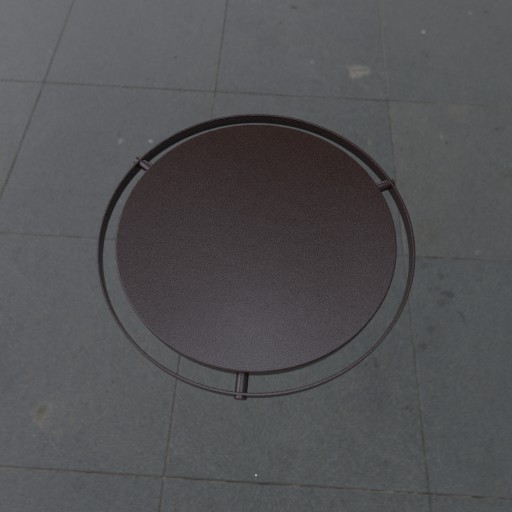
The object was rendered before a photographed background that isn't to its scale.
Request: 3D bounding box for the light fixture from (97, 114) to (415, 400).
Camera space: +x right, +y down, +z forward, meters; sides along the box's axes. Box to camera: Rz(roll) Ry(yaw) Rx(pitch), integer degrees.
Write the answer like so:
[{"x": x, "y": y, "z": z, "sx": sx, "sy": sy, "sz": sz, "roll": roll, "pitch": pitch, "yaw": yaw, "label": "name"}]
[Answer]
[{"x": 0.000, "y": 0.000, "z": 0.561, "sx": 0.361, "sy": 0.130, "sz": 0.361, "roll": 0, "pitch": 64, "yaw": 0, "label": "light fixture"}]
